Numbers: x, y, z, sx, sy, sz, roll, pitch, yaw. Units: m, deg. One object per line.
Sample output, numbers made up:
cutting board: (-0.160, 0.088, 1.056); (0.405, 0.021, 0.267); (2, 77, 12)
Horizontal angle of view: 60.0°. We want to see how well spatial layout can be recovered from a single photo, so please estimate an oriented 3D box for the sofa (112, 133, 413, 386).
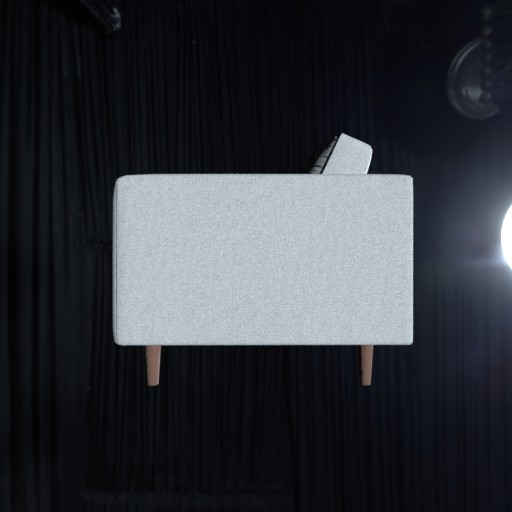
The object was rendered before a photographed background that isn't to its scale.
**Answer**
sofa: (0.000, 0.000, 2.281); (1.000, 0.900, 1.731); (0, 0, 0)
